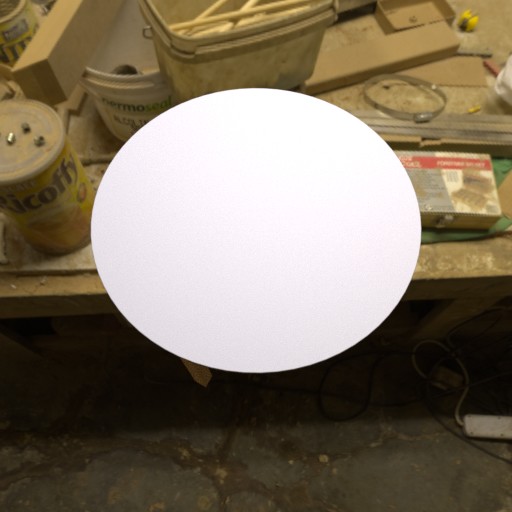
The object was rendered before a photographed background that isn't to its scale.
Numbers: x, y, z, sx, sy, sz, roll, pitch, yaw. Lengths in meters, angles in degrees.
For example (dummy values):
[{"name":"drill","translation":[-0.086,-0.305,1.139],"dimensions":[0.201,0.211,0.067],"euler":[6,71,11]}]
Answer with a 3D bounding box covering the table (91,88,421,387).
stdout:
[{"name":"table","translation":[0.000,0.000,0.996],"dimensions":[0.600,0.405,0.600],"euler":[0,64,0]}]
